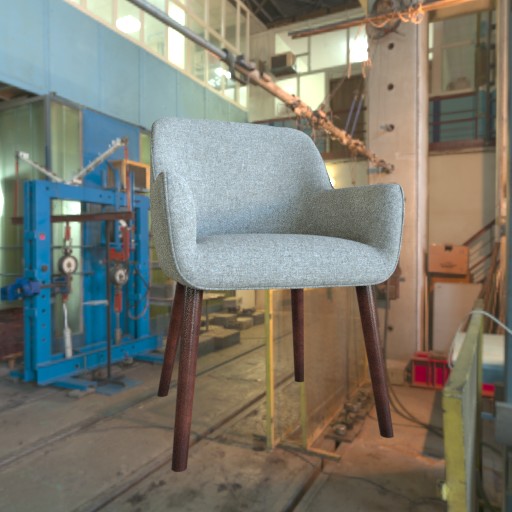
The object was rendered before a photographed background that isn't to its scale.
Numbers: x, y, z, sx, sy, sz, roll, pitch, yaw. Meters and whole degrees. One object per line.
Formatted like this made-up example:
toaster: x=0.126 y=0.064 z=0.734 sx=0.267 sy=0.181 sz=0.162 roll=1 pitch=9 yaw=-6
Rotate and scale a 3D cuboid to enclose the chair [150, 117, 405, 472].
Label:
chair: x=0.000 y=0.000 z=1.137 sx=0.543 sy=0.803 sz=0.519 roll=0 pitch=1 yaw=-19
